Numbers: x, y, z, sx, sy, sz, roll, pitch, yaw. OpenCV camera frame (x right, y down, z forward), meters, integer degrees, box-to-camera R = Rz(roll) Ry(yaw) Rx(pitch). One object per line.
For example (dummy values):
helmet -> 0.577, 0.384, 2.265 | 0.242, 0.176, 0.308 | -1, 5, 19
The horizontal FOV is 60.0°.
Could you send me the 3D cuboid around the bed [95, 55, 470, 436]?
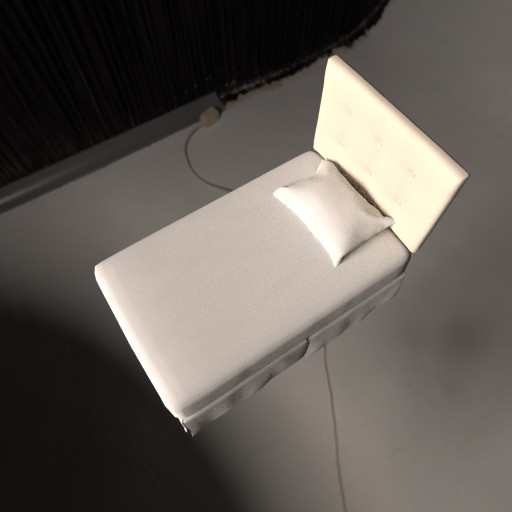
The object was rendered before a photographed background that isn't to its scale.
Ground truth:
bed -> 0.000, 0.000, 2.976 | 1.997, 1.571, 1.261 | -30, 66, -15
